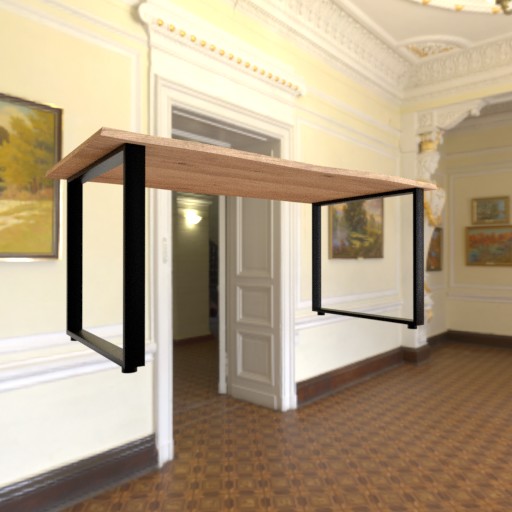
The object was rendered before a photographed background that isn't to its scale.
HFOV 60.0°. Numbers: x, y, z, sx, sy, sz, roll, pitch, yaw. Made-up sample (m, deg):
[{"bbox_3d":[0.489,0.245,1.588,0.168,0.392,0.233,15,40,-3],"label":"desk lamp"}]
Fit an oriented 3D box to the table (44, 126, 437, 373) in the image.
[{"bbox_3d":[0.000,0.000,2.228,1.800,0.780,0.900,0,0,-36],"label":"table"}]
